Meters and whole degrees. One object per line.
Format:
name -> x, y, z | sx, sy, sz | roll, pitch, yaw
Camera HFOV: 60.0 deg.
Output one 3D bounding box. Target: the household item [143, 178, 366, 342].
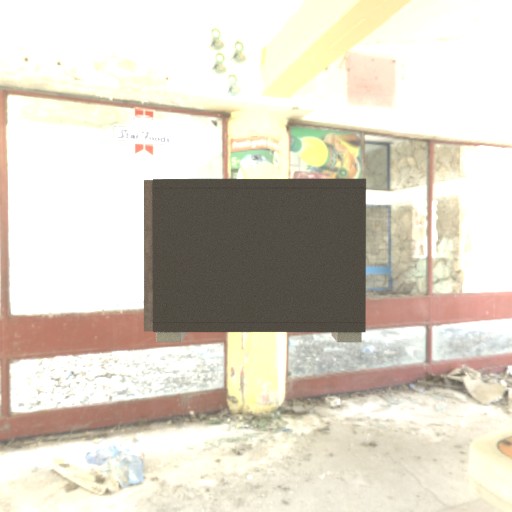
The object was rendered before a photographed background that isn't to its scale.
household item -> 0.000, 0.000, 1.536 | 0.420, 0.310, 1.400 | 0, 1, 0
